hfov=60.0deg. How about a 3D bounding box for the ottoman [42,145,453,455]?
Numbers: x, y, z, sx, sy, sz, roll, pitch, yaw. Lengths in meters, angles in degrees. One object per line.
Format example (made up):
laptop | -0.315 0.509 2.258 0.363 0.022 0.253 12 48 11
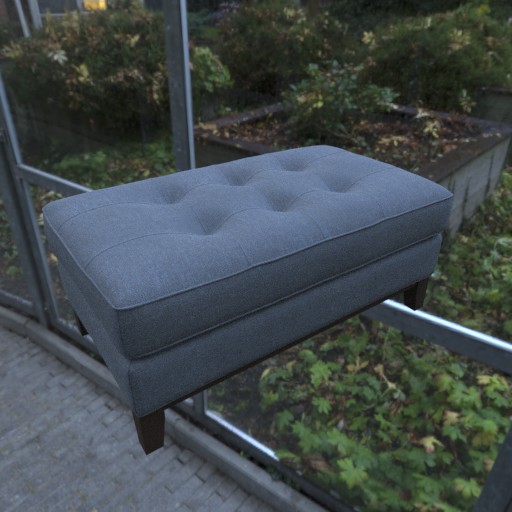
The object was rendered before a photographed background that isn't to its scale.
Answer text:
ottoman | 0.000 0.000 1.461 1.143 0.514 0.648 -19 35 -30
